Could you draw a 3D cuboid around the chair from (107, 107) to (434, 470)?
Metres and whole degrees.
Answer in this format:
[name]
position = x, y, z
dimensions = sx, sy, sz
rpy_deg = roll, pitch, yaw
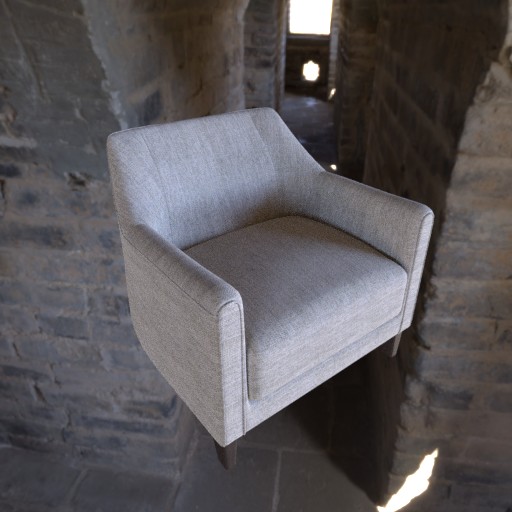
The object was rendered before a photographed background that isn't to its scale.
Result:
[chair]
position = 0.000, 0.000, 1.436
dimensions = 0.796, 0.761, 0.758
rpy_deg = -21, 36, -32
